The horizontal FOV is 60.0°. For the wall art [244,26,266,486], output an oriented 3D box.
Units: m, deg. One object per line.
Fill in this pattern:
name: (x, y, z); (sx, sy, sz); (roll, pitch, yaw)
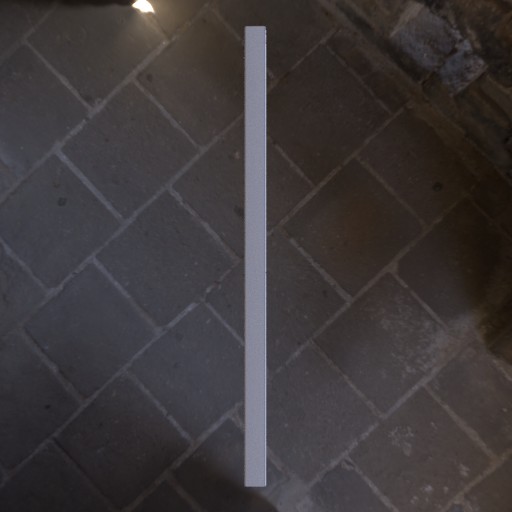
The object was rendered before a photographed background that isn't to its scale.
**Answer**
wall art: (0.000, 0.000, 0.866); (0.036, 0.256, 0.766); (0, 89, 1)
